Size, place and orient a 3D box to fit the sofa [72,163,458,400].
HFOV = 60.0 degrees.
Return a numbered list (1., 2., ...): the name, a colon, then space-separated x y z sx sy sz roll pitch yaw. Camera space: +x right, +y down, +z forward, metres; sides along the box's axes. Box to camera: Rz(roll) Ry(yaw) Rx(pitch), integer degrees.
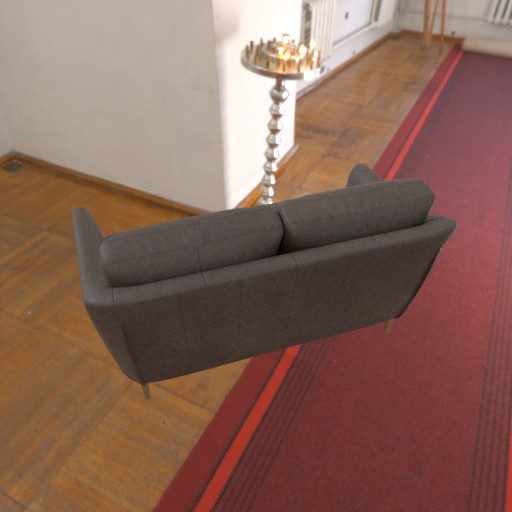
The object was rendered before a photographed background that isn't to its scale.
1. sofa: 0.000 0.000 2.139 1.619 0.902 0.960 -12 41 -14
